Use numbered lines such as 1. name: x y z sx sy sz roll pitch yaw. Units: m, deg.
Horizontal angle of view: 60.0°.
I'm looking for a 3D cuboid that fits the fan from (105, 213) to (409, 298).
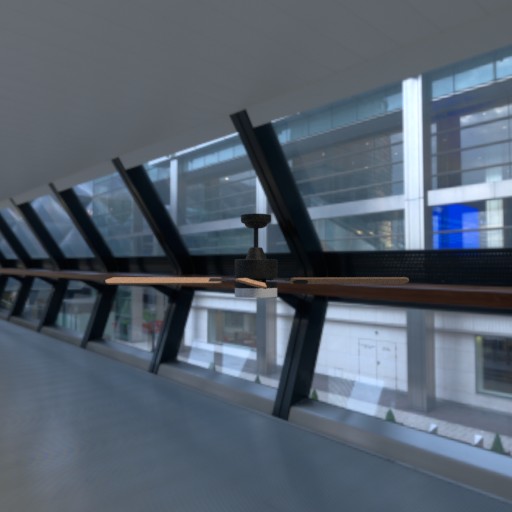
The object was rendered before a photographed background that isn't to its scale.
1. fan: 0.000 0.000 1.937 1.320 0.355 1.320 0 -2 1
